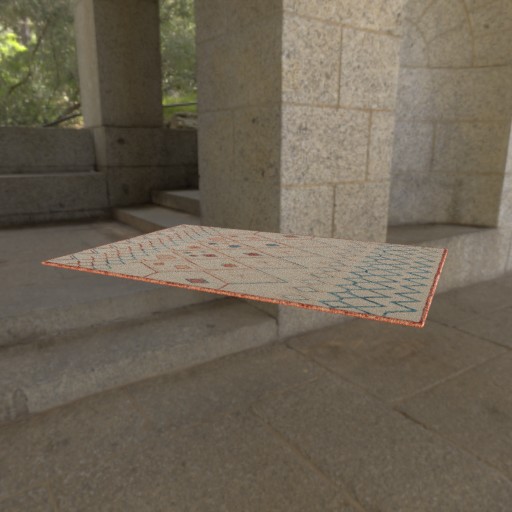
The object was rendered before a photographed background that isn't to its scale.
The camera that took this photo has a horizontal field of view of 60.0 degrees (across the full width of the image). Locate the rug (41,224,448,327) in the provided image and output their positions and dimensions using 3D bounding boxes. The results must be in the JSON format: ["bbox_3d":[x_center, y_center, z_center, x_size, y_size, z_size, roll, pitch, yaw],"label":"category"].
[{"bbox_3d":[0.000,0.000,2.380,1.829,0.016,1.219,7,16,25],"label":"rug"}]
